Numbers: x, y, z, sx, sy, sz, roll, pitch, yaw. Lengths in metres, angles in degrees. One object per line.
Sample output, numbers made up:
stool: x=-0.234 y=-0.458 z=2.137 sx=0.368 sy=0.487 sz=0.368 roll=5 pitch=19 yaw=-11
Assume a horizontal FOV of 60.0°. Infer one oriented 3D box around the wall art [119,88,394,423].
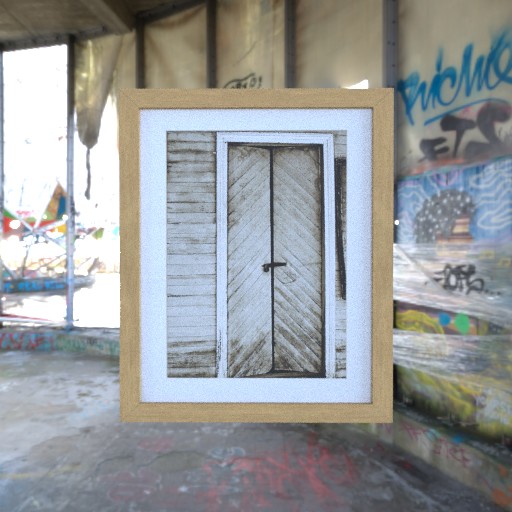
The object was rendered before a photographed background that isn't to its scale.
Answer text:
wall art: x=0.000 y=0.000 z=0.519 sx=0.312 sy=0.380 sz=0.030 roll=0 pitch=1 yaw=0
